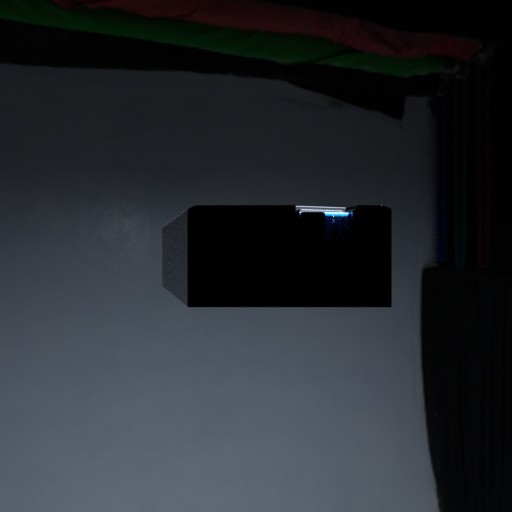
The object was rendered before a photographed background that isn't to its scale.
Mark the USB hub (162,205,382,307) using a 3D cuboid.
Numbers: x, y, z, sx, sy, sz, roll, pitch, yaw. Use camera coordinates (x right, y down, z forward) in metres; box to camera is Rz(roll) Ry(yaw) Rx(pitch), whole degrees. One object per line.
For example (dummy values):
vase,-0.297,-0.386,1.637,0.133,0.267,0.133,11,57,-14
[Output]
USB hub,0.000,0.000,0.126,0.044,0.023,0.110,0,0,-16
